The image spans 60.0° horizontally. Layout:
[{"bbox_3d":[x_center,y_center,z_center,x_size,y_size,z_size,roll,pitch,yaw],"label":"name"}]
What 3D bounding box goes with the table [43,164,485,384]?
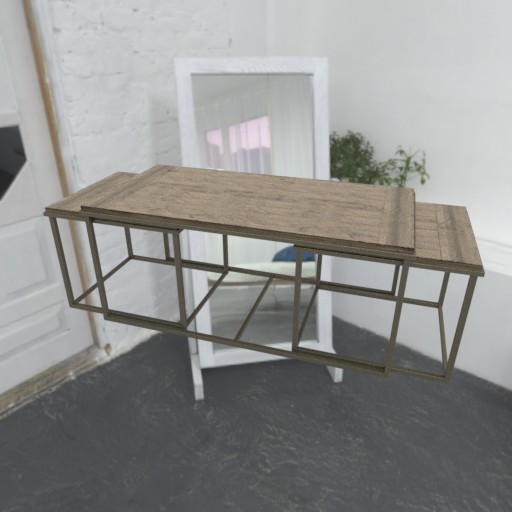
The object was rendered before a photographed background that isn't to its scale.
[{"bbox_3d":[0.000,0.000,1.517,1.312,0.427,0.489,8,29,16],"label":"table"}]
